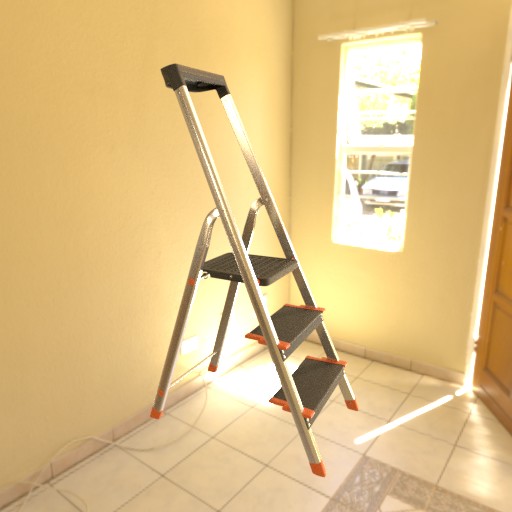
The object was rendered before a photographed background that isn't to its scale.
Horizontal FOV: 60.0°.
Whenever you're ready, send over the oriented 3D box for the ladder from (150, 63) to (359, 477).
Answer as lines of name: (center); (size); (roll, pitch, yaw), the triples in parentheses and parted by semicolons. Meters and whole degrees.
ladder: (0.000, 0.000, 1.535); (0.686, 1.229, 0.416); (7, 16, 26)
